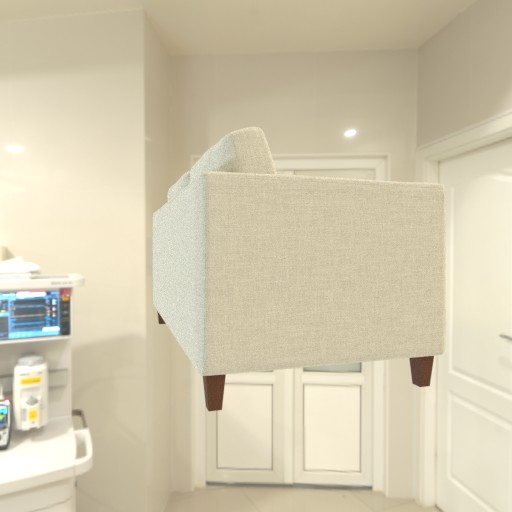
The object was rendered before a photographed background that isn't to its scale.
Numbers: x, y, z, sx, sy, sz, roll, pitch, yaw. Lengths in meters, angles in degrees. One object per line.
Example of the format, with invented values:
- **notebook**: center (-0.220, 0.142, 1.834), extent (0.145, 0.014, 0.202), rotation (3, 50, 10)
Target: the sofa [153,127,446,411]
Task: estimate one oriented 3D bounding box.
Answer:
- **sofa**: center (0.000, 0.000, 2.366), extent (0.950, 0.963, 1.838), rotation (0, 1, -18)
